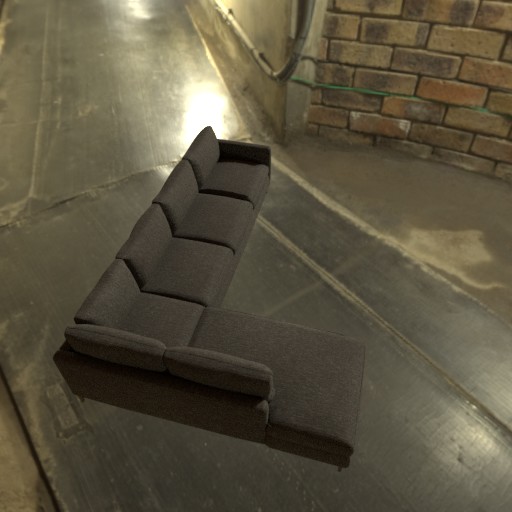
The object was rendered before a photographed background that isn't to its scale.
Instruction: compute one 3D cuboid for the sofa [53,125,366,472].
[{"bbox_3d":[0.000,0.000,3.827,2.007,0.815,2.949,10,46,10],"label":"sofa"}]
